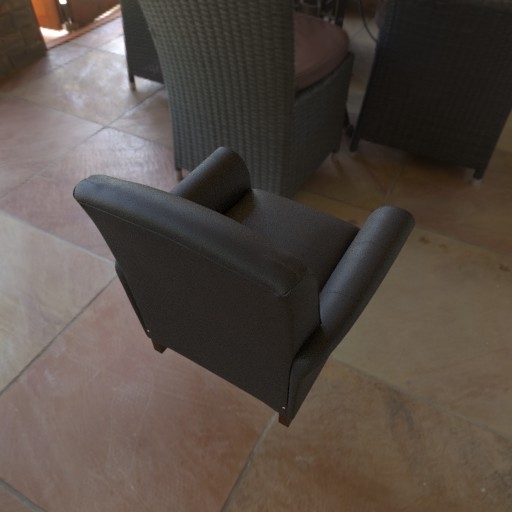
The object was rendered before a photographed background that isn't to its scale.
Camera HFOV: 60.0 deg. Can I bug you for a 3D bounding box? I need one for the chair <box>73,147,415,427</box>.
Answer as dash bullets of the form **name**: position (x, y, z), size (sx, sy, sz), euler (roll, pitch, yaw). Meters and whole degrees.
- **chair**: position (0.000, 0.000, 1.756), size (0.978, 1.061, 0.902), euler (24, 51, 21)
